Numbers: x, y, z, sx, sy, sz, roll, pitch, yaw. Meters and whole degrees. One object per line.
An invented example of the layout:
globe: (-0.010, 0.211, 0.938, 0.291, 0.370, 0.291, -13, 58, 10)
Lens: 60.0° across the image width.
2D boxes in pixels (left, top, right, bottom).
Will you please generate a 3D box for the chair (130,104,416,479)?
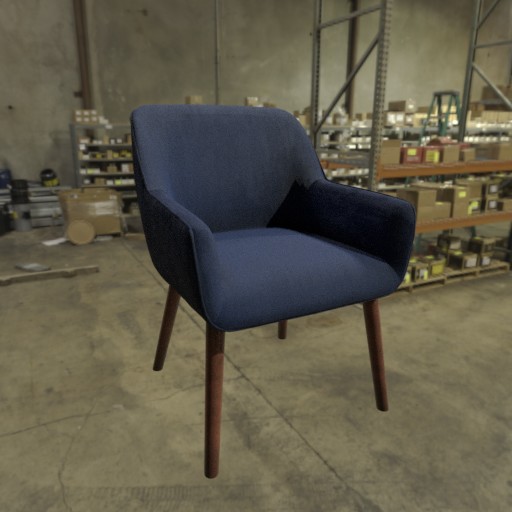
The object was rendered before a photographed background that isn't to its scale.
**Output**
chair: (0.000, 0.000, 1.237, 0.600, 0.820, 0.600, -8, 18, -27)
